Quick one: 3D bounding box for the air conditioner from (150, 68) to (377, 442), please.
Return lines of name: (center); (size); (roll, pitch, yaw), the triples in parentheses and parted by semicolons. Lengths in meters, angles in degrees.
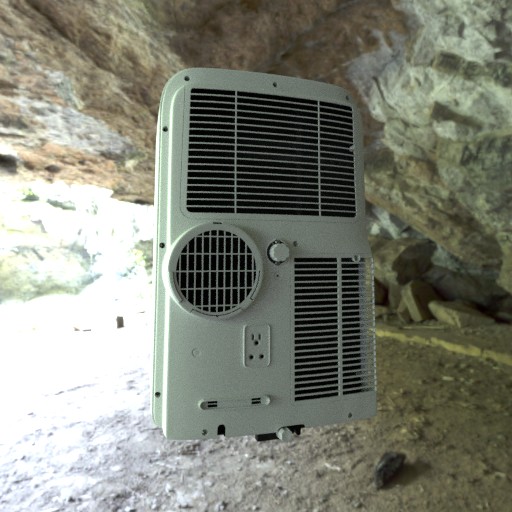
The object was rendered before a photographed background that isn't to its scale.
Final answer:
air conditioner: (0.000, 0.000, 0.964); (0.454, 0.700, 0.365); (0, 0, -18)
